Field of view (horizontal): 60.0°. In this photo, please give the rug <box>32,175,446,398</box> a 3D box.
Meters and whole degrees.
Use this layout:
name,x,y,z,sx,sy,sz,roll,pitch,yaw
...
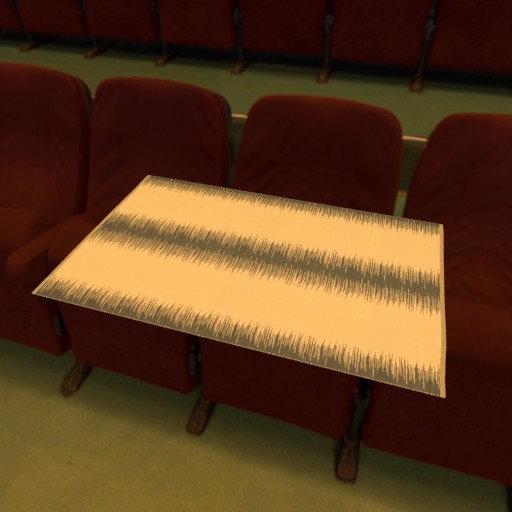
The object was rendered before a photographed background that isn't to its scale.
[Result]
name,x,y,z,sx,sy,sz,roll,pitch,yaw
rug,0.000,0.000,3.024,2.453,0.003,1.519,11,41,13
